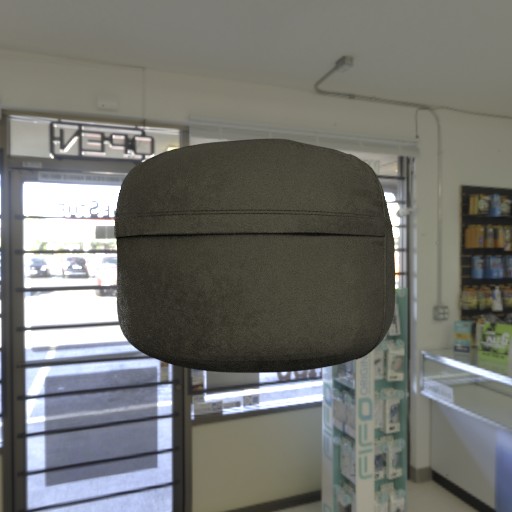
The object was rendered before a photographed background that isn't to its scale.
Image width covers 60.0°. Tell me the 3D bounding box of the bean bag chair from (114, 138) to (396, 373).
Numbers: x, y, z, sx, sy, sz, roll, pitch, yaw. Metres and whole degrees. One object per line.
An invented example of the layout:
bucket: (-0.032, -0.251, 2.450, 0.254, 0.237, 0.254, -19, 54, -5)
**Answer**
bean bag chair: (0.000, 0.000, 1.499, 0.918, 0.605, 0.918, 0, 0, 0)
